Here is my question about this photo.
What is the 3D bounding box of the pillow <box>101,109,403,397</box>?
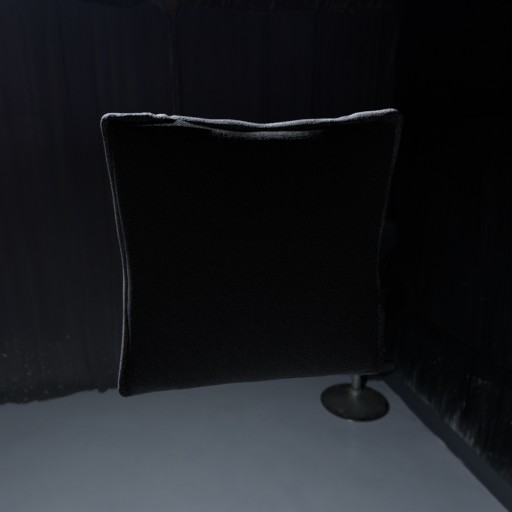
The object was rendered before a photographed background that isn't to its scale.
[{"bbox_3d":[0.000,0.000,0.818,0.522,0.520,0.204,-3,15,-10],"label":"pillow"}]
